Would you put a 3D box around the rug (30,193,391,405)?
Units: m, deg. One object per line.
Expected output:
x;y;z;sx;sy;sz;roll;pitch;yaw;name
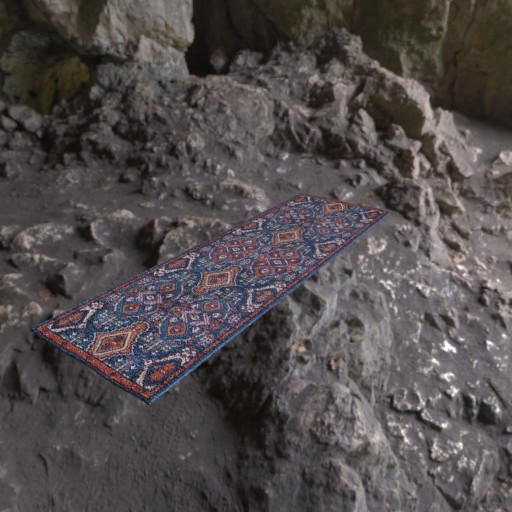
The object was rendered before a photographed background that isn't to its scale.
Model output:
0.000;0.000;2.710;0.801;0.010;2.459;17;31;32;rug
